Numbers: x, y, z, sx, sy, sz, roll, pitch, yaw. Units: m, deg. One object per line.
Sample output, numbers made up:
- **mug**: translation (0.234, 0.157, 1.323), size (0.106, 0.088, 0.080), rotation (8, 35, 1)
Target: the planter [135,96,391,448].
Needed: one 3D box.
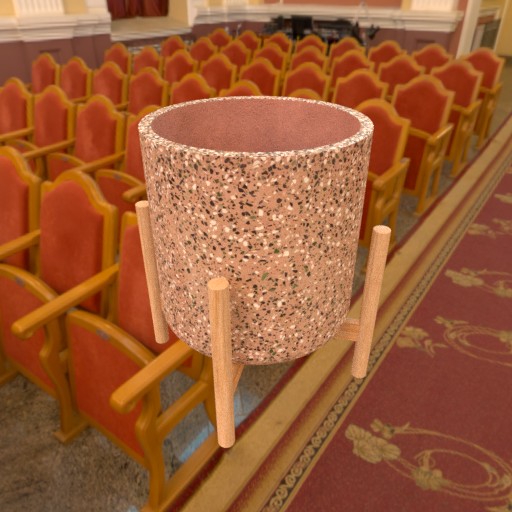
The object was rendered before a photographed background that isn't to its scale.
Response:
- **planter**: translation (0.000, 0.000, 0.692), size (0.360, 0.419, 0.360), rotation (21, 37, 30)
